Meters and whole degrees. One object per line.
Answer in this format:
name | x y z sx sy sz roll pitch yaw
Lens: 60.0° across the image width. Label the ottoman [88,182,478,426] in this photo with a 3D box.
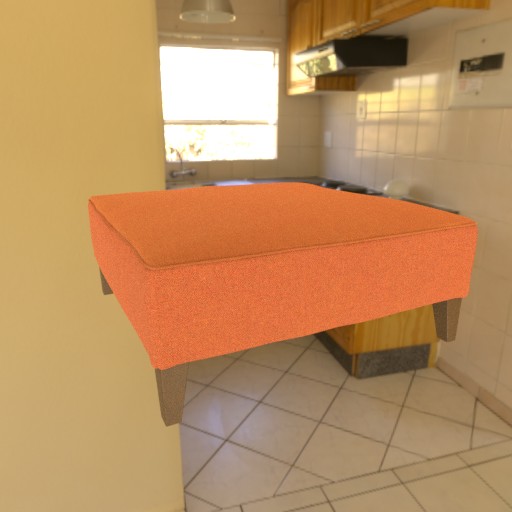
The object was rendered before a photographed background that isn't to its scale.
ottoman | 0.000 0.000 1.555 0.999 0.438 0.997 -8 18 -25
